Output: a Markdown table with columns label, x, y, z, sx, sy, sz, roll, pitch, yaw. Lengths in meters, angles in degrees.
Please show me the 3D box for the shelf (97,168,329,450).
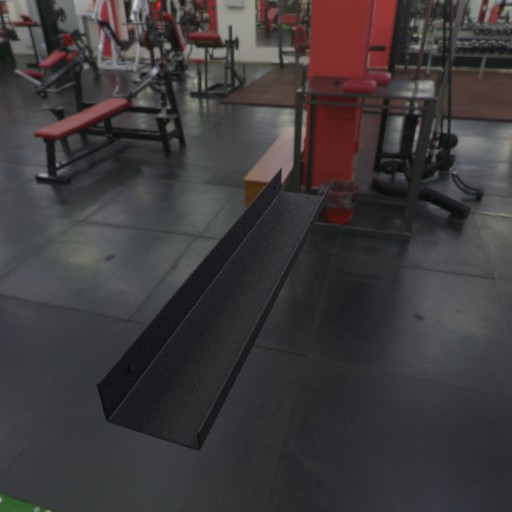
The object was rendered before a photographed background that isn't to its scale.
| label | x | y | z | sx | sy | sz | roll | pitch | yaw |
| --- | --- | --- | --- | --- | --- | --- | --- | --- | --- |
| shelf | 0.000 | 0.000 | 0.648 | 0.102 | 0.053 | 0.605 | 10 | 32 | 16 |
